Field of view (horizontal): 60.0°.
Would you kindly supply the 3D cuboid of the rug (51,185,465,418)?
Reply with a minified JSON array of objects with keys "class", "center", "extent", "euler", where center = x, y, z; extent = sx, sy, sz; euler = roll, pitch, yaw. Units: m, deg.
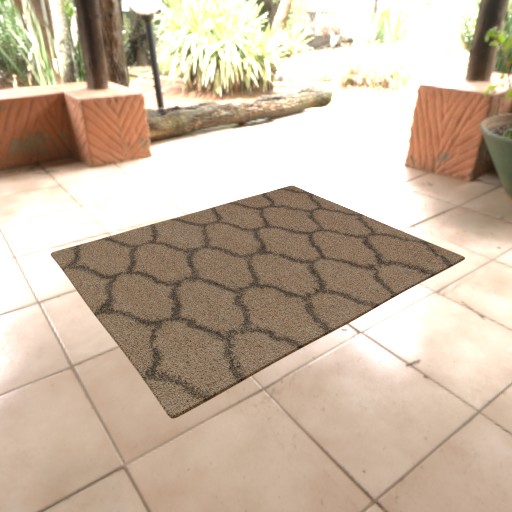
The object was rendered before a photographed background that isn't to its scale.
[{"class":"rug","center":[0.000,0.000,4.077],"extent":[3.000,0.026,2.399],"euler":[-20,35,-32]}]
